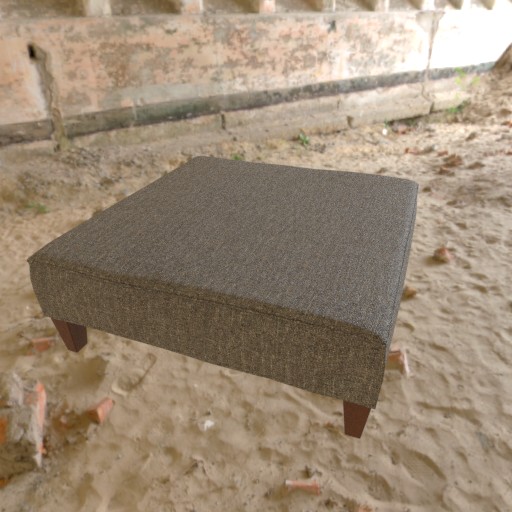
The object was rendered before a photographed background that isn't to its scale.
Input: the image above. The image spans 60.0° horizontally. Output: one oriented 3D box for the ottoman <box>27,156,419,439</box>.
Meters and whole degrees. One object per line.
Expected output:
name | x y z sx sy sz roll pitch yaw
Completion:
ottoman | 0.000 0.000 1.524 0.981 0.379 1.016 11 31 18
